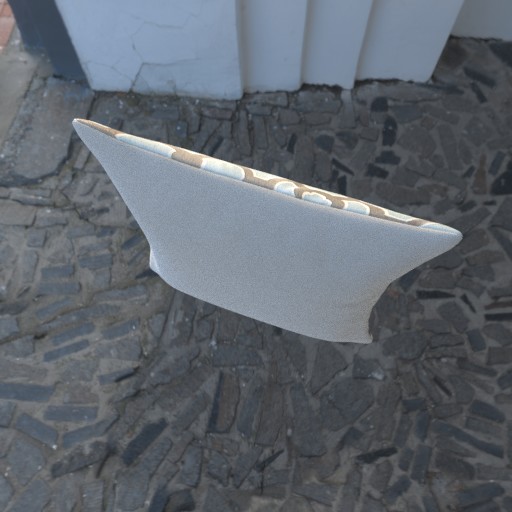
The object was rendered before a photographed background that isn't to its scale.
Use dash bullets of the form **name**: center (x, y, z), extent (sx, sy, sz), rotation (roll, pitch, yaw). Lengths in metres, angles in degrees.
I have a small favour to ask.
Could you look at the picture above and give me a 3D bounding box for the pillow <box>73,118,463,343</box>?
- **pillow**: center (0.000, 0.000, 0.815), extent (0.552, 0.508, 0.166), rotation (18, 65, 9)
